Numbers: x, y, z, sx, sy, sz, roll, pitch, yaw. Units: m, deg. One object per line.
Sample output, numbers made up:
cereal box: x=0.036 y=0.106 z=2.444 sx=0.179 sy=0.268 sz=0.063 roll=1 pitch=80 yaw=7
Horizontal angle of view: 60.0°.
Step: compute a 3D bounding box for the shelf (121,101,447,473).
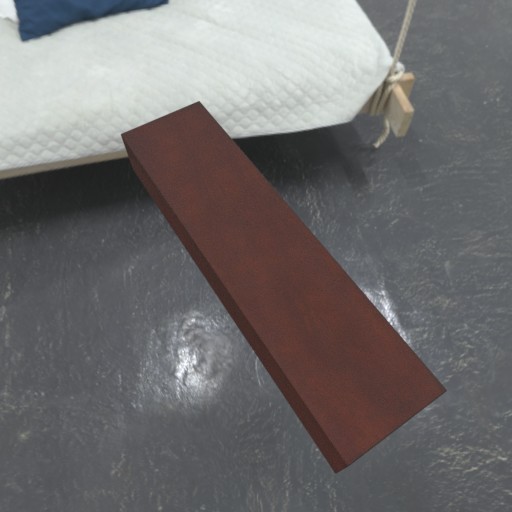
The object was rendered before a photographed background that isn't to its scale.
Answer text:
shelf: x=0.000 y=0.000 z=0.677 sx=0.152 sy=0.088 sz=0.607 roll=-29 pitch=63 yaw=-16
